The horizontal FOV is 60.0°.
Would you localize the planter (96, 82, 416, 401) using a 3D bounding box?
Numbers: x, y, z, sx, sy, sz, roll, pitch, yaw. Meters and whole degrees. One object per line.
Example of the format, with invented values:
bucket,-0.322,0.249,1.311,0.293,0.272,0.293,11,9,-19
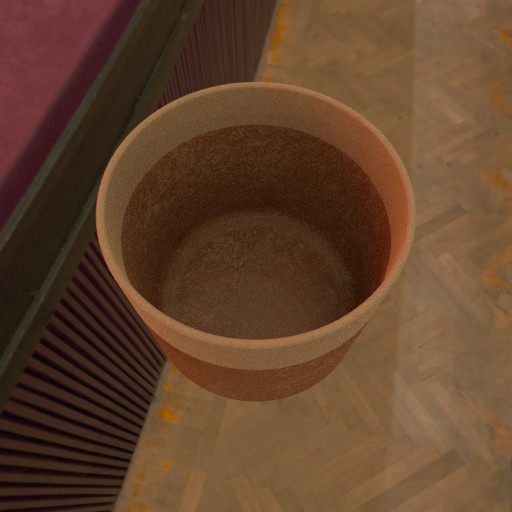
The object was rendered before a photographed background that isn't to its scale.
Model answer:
planter,0.000,0.000,0.282,0.159,0.138,0.159,0,62,0
